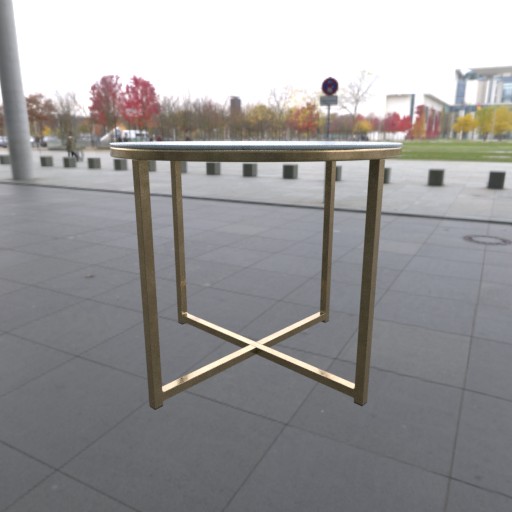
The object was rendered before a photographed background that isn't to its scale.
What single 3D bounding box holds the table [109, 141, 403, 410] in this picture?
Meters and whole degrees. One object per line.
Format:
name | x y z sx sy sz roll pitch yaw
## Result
table | 0.000 0.000 0.847 0.500 0.420 0.500 0 15 0
